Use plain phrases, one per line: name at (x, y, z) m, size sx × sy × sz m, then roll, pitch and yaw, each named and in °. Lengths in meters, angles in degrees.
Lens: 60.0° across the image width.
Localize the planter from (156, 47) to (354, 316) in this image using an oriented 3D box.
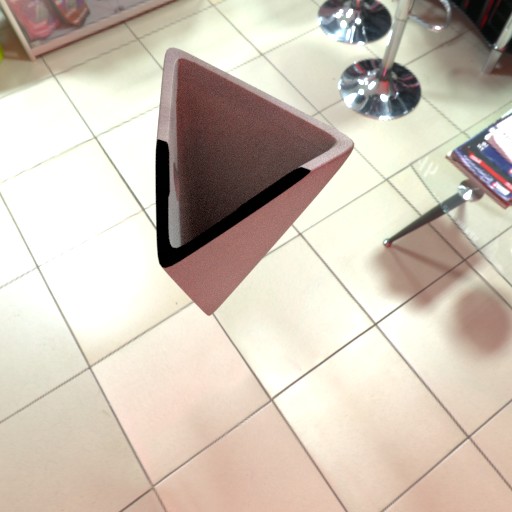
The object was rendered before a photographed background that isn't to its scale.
planter at (0.000, 0.000, 0.159) m, size 0.047 × 0.130 × 0.058 m, roll -1°, pitch 65°, yaw -1°
